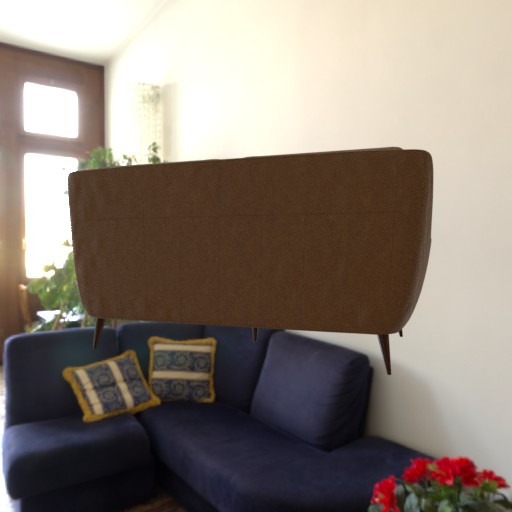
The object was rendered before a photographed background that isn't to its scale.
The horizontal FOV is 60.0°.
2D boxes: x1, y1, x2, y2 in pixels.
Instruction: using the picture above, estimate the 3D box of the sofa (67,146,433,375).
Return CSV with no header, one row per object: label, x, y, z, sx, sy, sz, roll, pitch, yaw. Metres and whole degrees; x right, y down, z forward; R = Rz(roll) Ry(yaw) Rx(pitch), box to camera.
sofa,0.000,0.000,2.293,1.731,0.886,0.981,0,1,19
